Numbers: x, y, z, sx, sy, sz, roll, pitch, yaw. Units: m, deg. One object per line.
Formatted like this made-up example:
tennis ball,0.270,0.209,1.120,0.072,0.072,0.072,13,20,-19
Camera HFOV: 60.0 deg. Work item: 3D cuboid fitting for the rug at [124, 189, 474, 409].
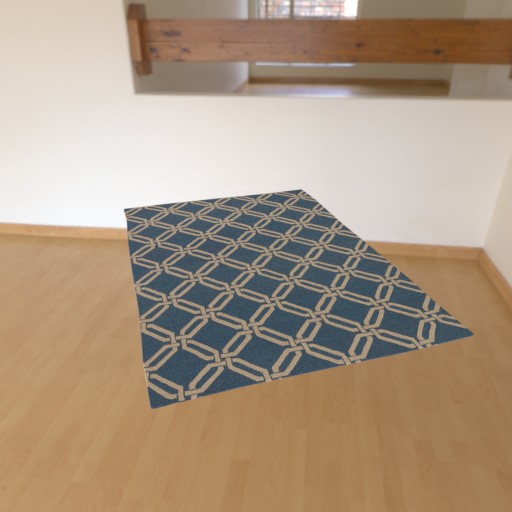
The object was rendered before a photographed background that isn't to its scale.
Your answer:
rug,0.000,0.000,2.790,1.524,0.013,2.135,-8,29,-15
